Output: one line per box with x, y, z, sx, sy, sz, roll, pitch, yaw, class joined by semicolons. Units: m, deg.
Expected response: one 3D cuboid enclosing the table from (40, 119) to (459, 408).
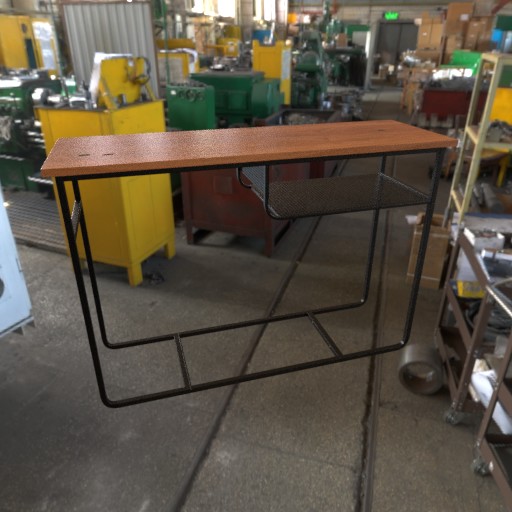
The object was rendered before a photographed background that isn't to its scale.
0.000;0.000;1.439;1.100;0.750;0.350;-8;27;-15;table
